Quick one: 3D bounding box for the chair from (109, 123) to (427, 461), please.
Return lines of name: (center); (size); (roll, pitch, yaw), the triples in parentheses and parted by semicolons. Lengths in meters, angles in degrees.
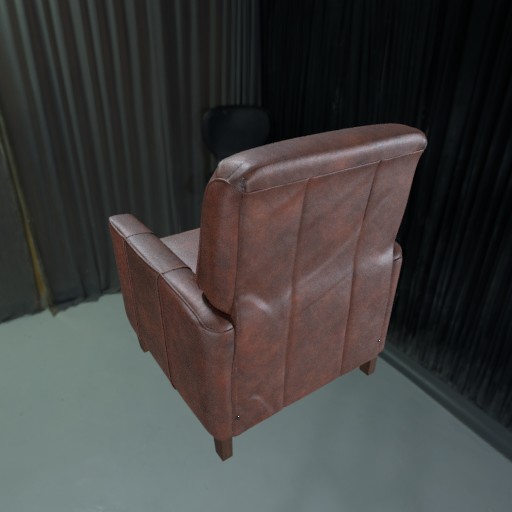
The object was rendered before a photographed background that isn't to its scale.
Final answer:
chair: (0.000, 0.000, 1.654); (0.843, 1.043, 0.836); (-19, 34, -30)
